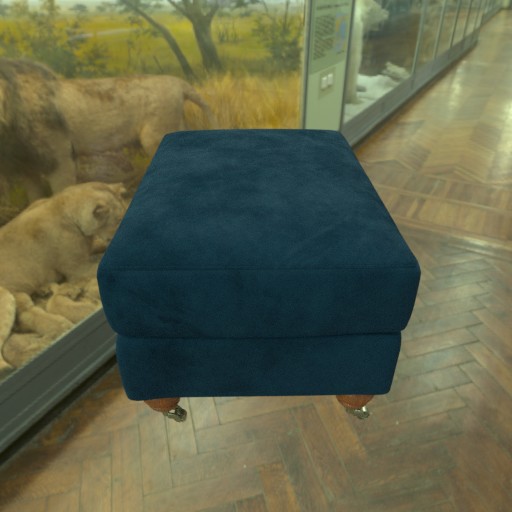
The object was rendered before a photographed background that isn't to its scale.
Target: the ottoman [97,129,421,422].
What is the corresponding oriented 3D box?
[{"bbox_3d":[0.000,0.000,1.156,0.572,0.503,0.773,0,33,-1],"label":"ottoman"}]
